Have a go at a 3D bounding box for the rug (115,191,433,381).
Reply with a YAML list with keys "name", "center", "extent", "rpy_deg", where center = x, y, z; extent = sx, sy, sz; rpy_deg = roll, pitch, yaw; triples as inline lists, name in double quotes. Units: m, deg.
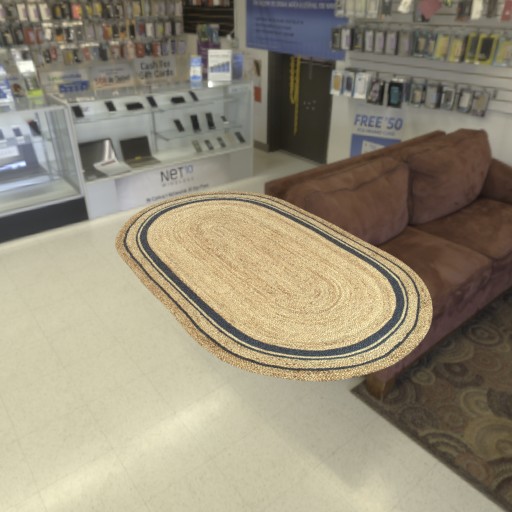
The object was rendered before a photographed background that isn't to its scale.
- name: "rug"
  center: [0.000, 0.000, 3.018]
  extent: [1.520, 0.006, 2.432]
  rpy_deg: [-21, 37, -30]
